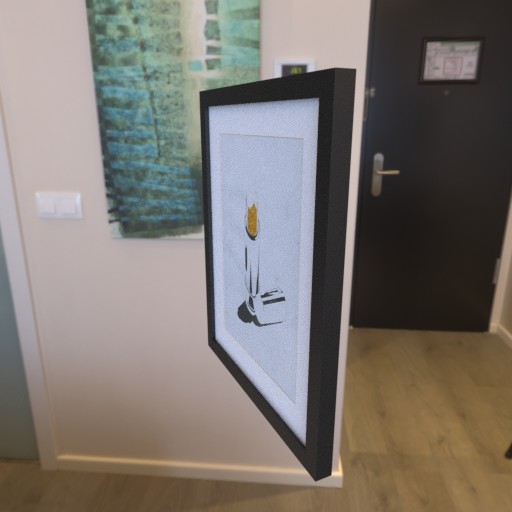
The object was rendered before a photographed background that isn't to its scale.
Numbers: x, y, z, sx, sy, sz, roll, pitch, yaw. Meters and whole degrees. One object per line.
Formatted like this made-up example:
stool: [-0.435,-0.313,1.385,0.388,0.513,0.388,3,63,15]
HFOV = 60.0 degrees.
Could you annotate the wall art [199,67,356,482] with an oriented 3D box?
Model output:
wall art: [0.000,0.000,0.767,0.029,0.559,0.457,-8,19,-25]
